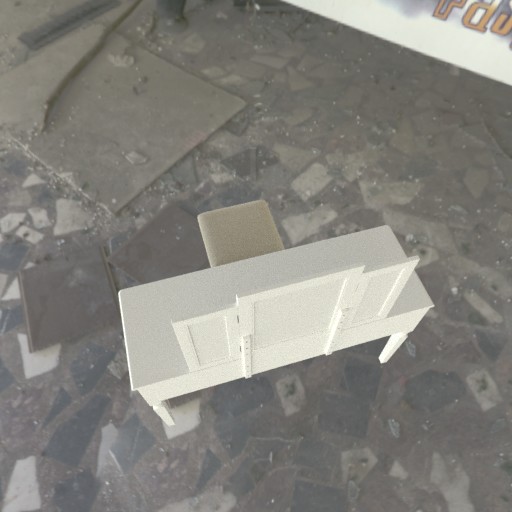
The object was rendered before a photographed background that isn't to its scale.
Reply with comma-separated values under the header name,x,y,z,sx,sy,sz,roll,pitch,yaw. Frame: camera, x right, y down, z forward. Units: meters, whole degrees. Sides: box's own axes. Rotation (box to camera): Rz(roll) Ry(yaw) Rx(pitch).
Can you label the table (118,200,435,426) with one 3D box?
name,x,y,z,sx,sy,sz,roll,pitch,yaw
table,0.000,0.000,2.269,1.369,1.310,1.115,-14,58,-9
